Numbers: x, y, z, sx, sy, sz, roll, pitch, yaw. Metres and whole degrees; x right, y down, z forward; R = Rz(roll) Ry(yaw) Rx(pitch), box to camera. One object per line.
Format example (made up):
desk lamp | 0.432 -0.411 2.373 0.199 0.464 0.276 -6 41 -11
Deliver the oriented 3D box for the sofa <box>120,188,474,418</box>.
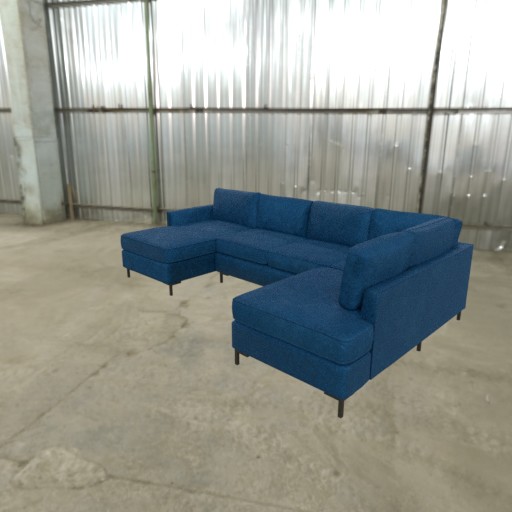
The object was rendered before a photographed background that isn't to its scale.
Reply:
sofa | 0.000 0.000 4.391 3.434 0.992 2.055 15 21 42
